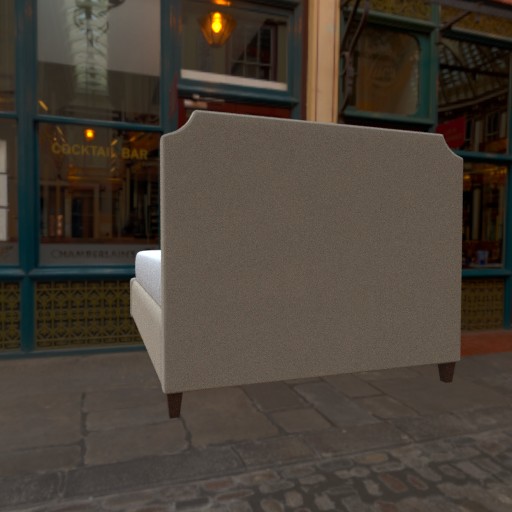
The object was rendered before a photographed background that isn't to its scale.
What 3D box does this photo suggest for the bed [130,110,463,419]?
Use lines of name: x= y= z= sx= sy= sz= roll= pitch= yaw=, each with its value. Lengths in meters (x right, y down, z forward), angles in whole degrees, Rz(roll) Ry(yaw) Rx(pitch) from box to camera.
bed: x=0.000 y=0.000 z=3.353 sx=1.703 sy=1.415 sz=2.329 roll=-1 pitch=2 yaw=-19
